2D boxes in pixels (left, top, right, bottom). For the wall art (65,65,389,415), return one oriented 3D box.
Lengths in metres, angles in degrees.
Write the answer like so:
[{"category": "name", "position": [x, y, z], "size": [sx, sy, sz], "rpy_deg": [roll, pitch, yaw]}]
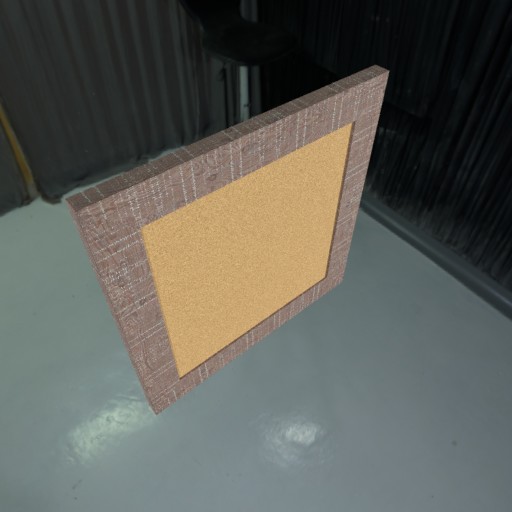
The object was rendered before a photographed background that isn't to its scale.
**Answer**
[{"category": "wall art", "position": [0.000, 0.000, 0.797], "size": [0.531, 0.531, 0.029], "rpy_deg": [-31, 55, -26]}]
